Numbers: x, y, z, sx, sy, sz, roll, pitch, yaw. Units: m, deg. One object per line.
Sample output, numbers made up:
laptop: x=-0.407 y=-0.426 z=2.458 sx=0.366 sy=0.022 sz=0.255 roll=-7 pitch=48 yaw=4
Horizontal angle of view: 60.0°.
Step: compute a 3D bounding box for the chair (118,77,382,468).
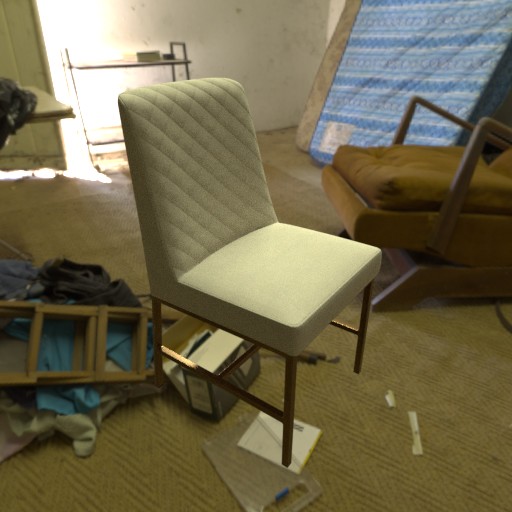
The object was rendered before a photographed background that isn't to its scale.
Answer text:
chair: x=0.000 y=0.000 z=1.312 sx=0.597 sy=0.933 sz=0.503 roll=19 pitch=33 yaw=32
